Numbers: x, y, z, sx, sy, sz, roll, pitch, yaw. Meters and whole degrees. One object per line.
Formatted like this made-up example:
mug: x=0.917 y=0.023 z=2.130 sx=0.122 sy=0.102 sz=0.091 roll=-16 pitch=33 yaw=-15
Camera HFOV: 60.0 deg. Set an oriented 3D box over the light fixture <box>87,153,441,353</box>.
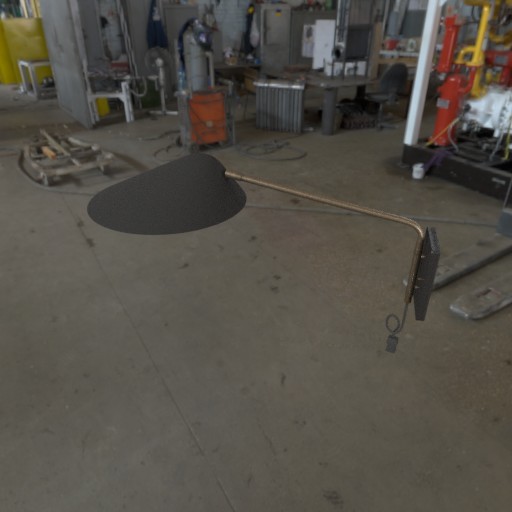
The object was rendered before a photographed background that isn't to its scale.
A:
light fixture: x=0.000 y=0.000 z=0.694 sx=0.516 sy=0.312 sz=0.240 roll=7 pitch=31 yaw=12
